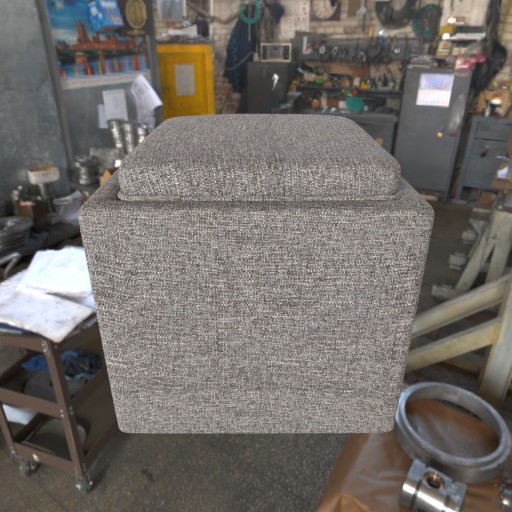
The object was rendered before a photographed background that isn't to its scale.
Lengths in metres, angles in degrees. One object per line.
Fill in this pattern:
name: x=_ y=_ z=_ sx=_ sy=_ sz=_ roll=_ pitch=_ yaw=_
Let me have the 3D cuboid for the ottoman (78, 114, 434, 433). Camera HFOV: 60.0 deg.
ottoman: x=0.000 y=0.000 z=0.817 sx=0.450 sy=0.460 sz=0.450 roll=0 pitch=27 yaw=0
